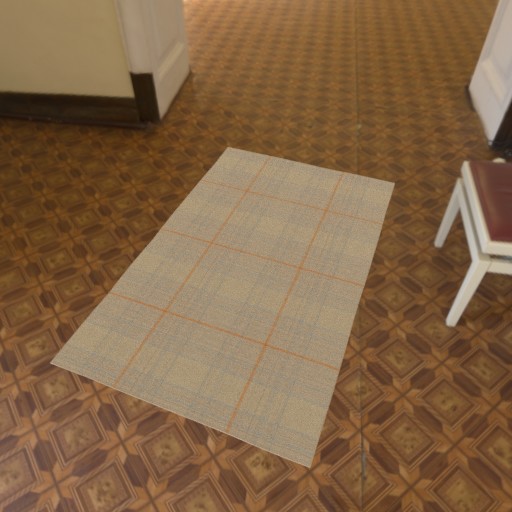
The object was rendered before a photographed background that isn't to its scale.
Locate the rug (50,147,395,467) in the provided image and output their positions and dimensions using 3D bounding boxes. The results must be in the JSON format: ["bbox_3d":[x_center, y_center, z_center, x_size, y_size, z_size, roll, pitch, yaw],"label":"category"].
[{"bbox_3d":[0.000,0.000,3.096,1.527,0.016,2.442,16,47,15],"label":"rug"}]
